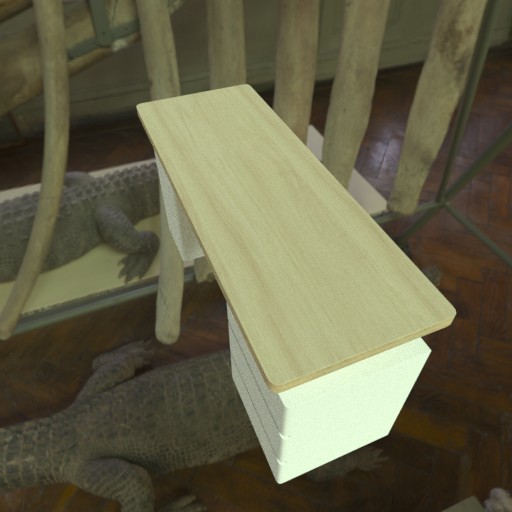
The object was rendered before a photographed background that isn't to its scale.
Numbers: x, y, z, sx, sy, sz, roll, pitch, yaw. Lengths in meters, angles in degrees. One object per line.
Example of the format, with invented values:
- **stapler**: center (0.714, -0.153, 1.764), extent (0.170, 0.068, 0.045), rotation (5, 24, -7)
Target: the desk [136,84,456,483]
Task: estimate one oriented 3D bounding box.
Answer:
- **desk**: center (0.000, 0.000, 1.856), extent (0.550, 0.755, 1.500), rotation (-17, 48, -16)
